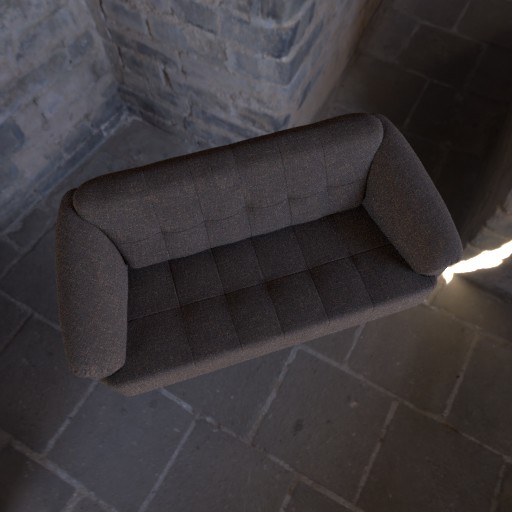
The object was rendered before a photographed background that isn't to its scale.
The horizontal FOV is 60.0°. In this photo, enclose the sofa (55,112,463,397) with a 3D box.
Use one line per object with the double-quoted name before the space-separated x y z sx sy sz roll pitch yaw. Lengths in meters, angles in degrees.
"sofa" 0.000 0.000 2.241 1.849 0.790 0.887 -16 66 -8
